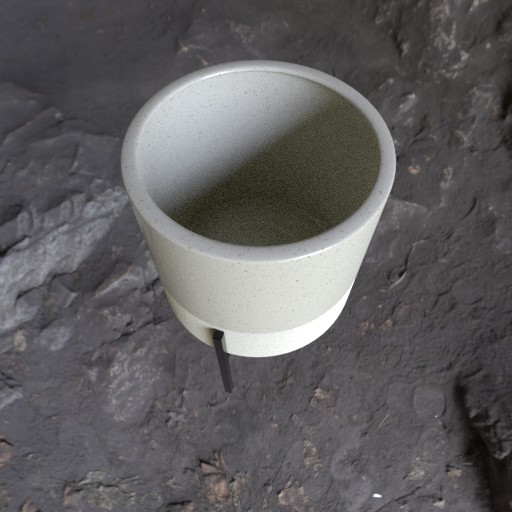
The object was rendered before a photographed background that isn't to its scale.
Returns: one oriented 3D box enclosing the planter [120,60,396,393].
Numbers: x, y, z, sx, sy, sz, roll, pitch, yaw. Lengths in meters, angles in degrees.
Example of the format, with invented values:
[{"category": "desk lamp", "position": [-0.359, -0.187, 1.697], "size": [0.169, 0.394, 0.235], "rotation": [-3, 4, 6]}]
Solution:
[{"category": "planter", "position": [0.000, 0.000, 0.342], "size": [0.152, 0.230, 0.159], "rotation": [16, 60, 10]}]
